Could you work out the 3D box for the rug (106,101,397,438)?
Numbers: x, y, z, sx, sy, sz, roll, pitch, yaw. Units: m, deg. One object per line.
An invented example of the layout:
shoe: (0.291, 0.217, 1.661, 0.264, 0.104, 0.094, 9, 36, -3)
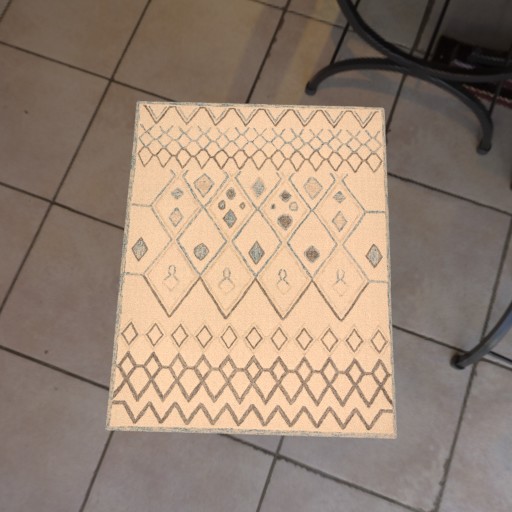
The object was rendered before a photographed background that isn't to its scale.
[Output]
rug: (0.000, 0.000, 4.038, 2.441, 0.013, 3.056, 2, 78, 0)
